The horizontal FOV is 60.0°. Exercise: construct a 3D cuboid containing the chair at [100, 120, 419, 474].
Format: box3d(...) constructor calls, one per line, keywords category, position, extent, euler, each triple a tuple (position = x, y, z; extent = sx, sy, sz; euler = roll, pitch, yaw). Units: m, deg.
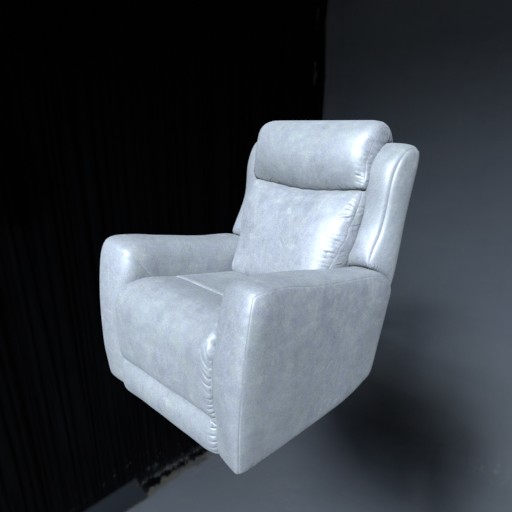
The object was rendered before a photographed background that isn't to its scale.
box3d(category="chair", position=(0.000, 0.000, 1.902), extent=(1.068, 1.116, 0.967), euler=(-16, 23, -42))
